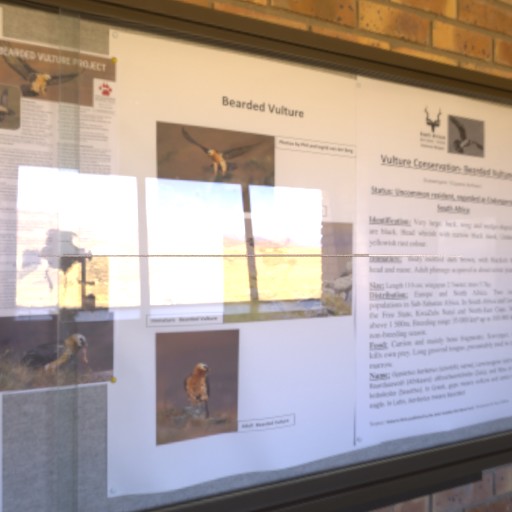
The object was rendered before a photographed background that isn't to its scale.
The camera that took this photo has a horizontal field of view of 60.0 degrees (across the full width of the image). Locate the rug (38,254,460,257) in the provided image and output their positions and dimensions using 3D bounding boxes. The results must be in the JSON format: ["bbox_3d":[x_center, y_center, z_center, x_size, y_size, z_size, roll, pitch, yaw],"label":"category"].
[{"bbox_3d":[0.000,0.000,3.961,2.980,0.012,2.363,0,0,35],"label":"rug"}]
